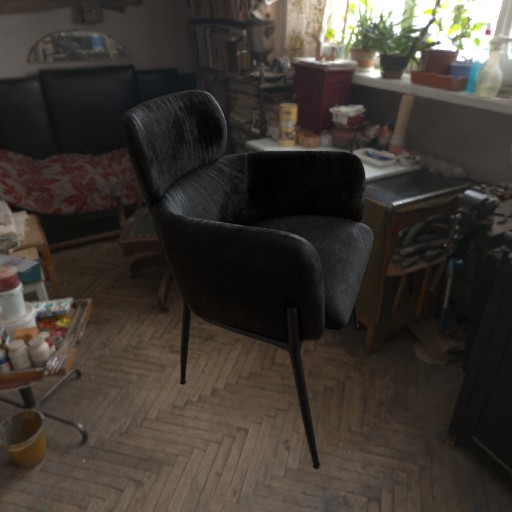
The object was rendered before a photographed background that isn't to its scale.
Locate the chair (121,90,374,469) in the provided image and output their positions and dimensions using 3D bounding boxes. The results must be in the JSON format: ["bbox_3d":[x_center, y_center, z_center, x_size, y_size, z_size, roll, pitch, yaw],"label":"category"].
[{"bbox_3d":[0.000,0.000,1.261,0.604,0.818,0.640,11,32,18],"label":"chair"}]
